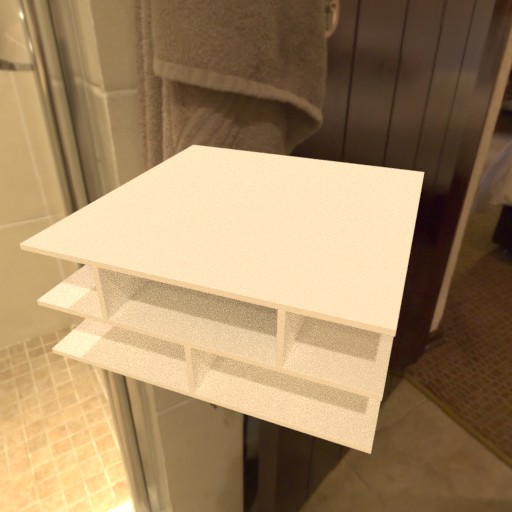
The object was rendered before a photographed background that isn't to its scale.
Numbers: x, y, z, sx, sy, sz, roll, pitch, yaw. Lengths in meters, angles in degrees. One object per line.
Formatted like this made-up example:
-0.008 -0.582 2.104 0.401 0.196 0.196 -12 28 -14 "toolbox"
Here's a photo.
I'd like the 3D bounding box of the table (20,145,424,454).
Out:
0.000 0.000 1.094 0.700 0.289 0.700 11 32 18 "table"
